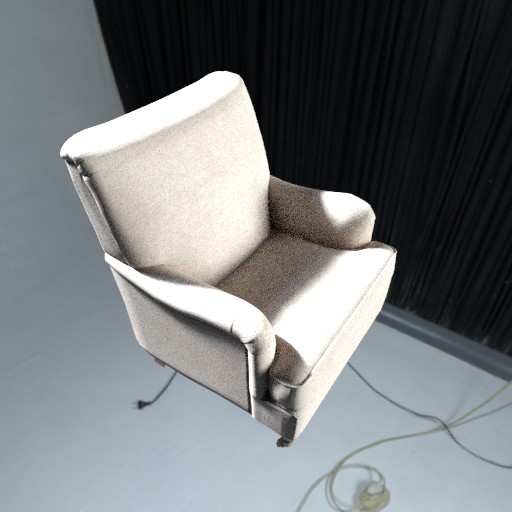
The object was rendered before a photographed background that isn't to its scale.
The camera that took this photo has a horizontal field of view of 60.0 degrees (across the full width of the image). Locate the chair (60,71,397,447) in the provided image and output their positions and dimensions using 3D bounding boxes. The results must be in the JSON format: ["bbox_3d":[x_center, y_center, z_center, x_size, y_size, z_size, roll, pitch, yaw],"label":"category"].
[{"bbox_3d":[0.000,0.000,1.802,0.953,1.119,0.879,24,47,26],"label":"chair"}]
